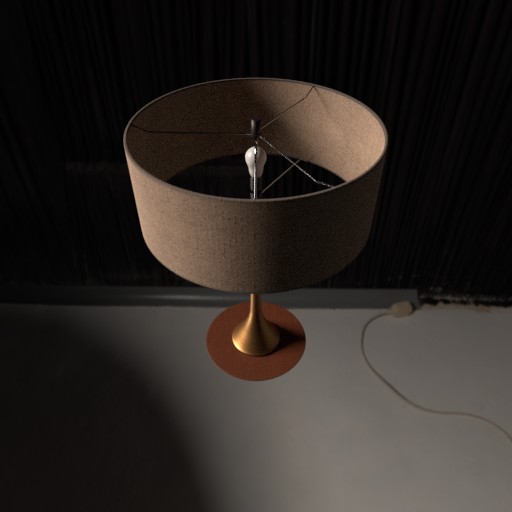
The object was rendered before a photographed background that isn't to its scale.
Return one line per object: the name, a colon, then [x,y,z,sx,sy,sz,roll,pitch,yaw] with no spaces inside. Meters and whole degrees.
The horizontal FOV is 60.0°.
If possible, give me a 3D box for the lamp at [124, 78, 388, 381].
lamp: [0.000,0.000,0.853,0.396,0.551,0.417,0,41,0]
